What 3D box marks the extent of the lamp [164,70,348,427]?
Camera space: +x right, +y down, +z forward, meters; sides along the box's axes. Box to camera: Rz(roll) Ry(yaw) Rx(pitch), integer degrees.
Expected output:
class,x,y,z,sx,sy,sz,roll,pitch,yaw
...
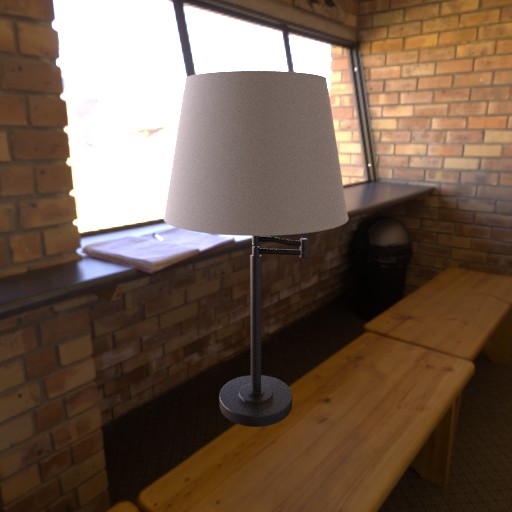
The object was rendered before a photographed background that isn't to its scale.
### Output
class,x,y,z,sx,sy,sz,roll,pitch,yaw
lamp,0.000,0.000,0.910,0.363,0.696,0.363,0,15,0
